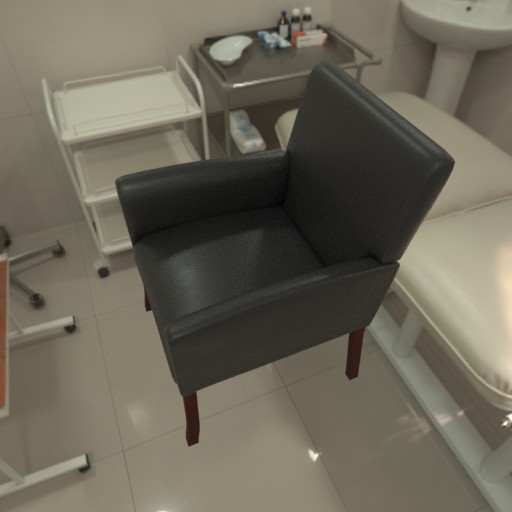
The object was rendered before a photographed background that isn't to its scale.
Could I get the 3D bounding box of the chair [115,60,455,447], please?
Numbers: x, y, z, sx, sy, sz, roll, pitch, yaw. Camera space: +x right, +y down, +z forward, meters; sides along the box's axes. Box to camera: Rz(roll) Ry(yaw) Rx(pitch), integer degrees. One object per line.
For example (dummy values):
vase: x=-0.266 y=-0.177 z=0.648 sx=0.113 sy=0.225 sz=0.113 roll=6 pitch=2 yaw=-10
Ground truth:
chair: x=0.000 y=0.000 z=1.475 sx=0.772 sy=0.951 sz=0.683 roll=-17 pitch=49 yaw=-16
